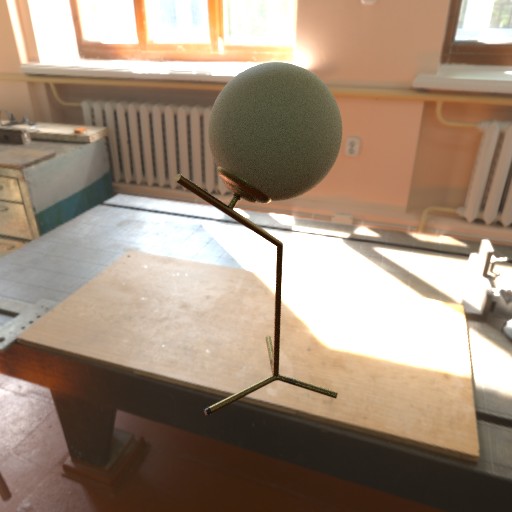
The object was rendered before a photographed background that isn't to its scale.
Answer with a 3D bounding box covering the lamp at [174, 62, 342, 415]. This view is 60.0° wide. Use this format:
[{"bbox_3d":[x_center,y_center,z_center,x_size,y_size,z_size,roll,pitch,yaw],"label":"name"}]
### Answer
[{"bbox_3d":[0.000,0.000,0.690,0.251,0.552,0.210,-18,32,-31],"label":"lamp"}]
